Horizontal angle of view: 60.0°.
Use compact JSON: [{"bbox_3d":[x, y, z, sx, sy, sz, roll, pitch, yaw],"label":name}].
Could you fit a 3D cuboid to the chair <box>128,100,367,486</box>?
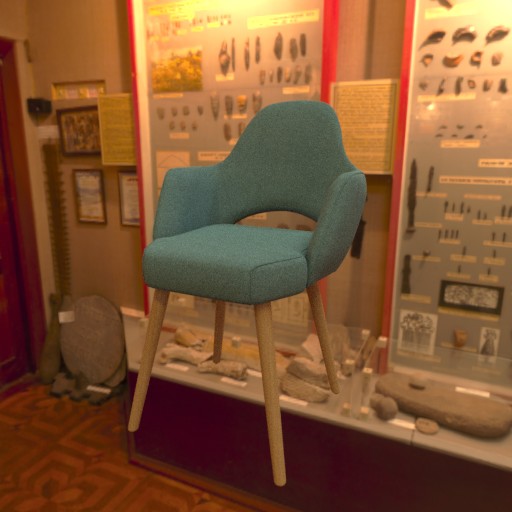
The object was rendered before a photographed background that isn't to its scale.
[{"bbox_3d":[0.000,0.000,1.311,0.589,0.920,0.666,7,16,26],"label":"chair"}]
